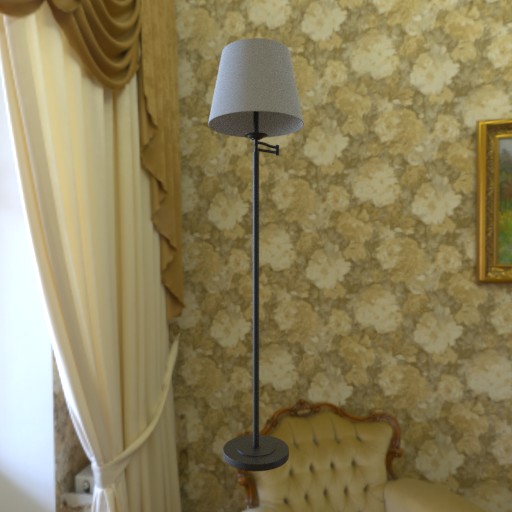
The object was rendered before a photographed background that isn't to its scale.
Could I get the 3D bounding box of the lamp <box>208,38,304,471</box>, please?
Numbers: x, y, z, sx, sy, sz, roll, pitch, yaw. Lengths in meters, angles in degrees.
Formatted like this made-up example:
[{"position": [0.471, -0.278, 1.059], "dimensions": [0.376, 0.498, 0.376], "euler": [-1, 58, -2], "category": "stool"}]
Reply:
[{"position": [0.000, 0.000, 1.628], "dimensions": [0.348, 1.473, 0.348], "euler": [-1, 1, -35], "category": "lamp"}]
